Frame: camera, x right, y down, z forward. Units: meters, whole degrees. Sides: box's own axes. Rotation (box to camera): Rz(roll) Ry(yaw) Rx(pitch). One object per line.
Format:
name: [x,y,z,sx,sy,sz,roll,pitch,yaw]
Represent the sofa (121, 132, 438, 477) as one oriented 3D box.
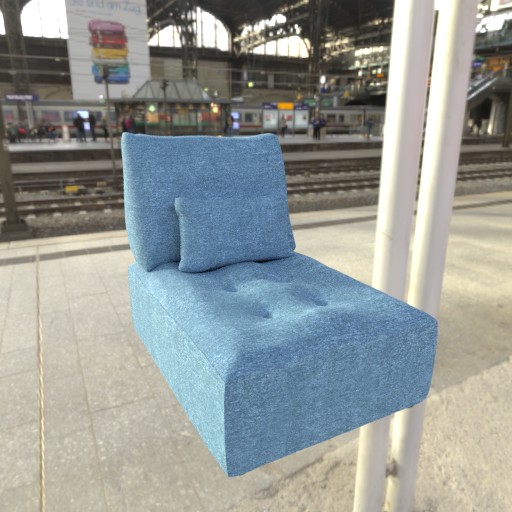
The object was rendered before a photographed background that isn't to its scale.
sofa: [0.000,0.000,1.543,0.700,0.820,1.000,-9,19,-27]
